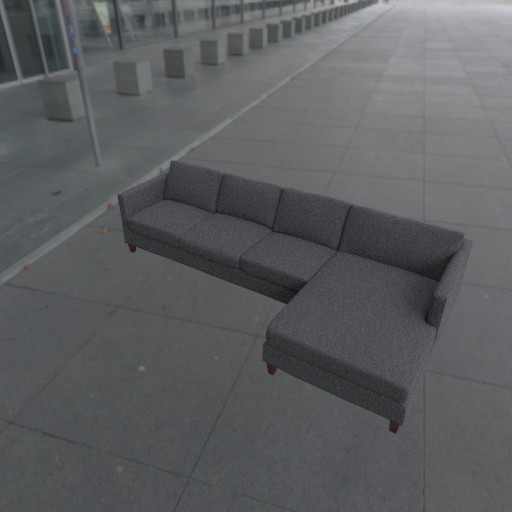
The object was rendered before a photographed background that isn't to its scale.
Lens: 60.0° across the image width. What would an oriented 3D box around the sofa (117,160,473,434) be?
[{"bbox_3d":[0.000,0.000,3.885,3.186,0.846,1.625,19,36,28],"label":"sofa"}]
